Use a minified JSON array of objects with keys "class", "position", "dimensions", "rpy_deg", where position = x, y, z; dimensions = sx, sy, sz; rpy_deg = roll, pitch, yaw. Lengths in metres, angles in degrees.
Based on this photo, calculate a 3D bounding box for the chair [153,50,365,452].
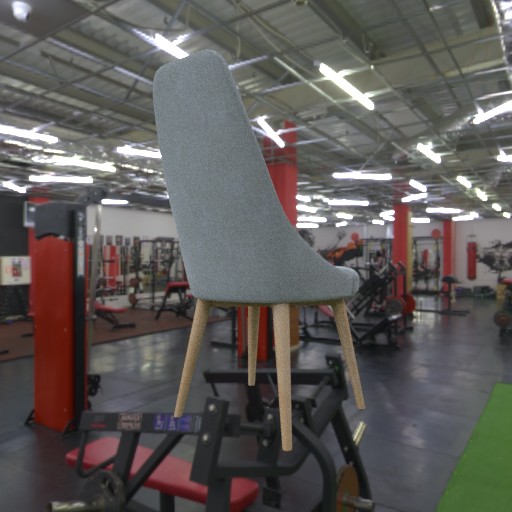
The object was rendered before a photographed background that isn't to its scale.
[{"class":"chair","position":[0.000,0.000,1.416],"dimensions":[0.510,1.040,0.660],"rpy_deg":[0,-1,37]}]
